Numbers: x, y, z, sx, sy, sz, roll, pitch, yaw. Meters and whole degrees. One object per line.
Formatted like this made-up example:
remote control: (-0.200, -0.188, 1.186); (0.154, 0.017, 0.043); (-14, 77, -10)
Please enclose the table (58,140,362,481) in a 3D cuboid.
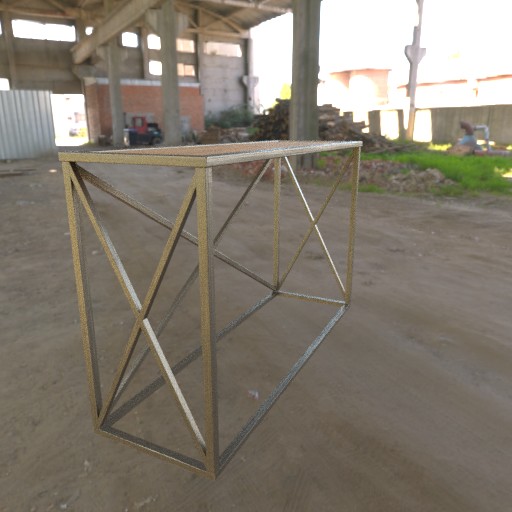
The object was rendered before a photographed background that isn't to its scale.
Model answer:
table: (0.000, 0.000, 1.550); (0.402, 0.753, 1.216); (8, 18, 26)
